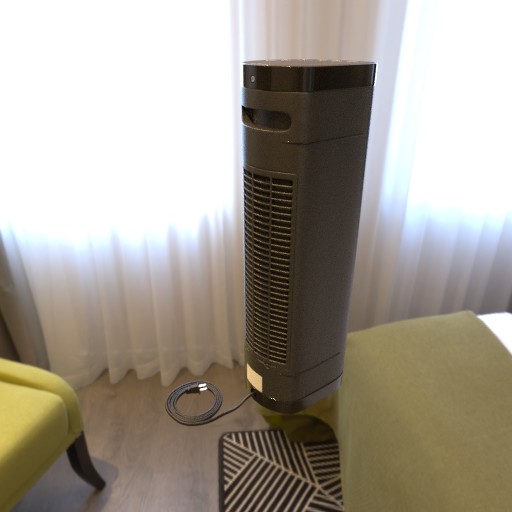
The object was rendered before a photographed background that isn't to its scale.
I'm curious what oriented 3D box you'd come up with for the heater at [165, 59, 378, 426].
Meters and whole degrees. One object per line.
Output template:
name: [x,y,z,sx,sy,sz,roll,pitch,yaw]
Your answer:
heater: [0.000,0.000,0.690,0.312,0.552,0.174,-18,31,-32]
